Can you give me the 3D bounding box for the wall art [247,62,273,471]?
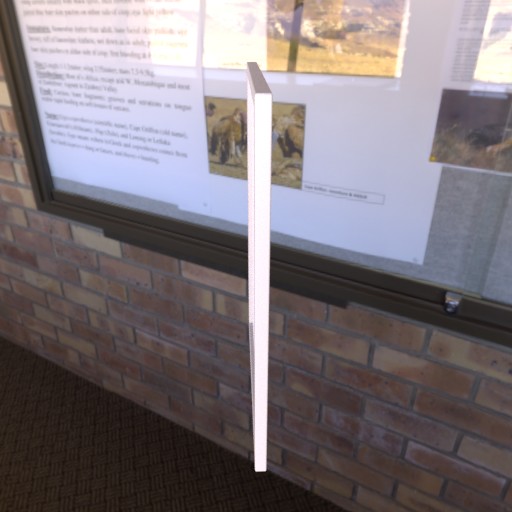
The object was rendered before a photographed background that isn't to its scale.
[{"bbox_3d":[0.000,0.000,1.543,0.038,1.183,0.808,-1,28,-2],"label":"wall art"}]
